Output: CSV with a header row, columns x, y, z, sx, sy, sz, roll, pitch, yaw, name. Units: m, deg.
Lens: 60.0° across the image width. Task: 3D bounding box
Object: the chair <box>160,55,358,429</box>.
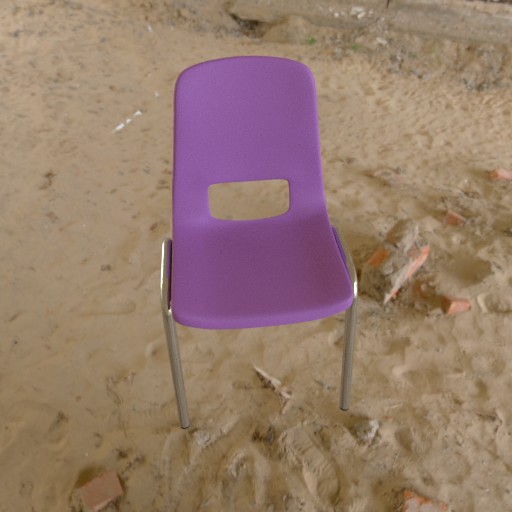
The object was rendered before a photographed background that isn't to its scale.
x,y,z,sx,sy,sz,roll,pitch,yaw,name
0.000,0.000,0.683,0.291,0.493,0.301,-5,45,-5,chair
